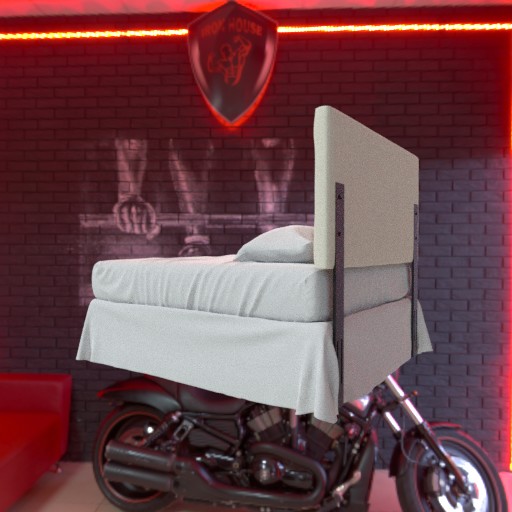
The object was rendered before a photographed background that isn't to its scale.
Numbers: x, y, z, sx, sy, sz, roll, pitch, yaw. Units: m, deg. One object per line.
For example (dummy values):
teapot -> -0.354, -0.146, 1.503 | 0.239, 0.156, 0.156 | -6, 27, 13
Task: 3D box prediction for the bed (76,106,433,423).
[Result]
bed -> 0.000, 0.000, 3.489 | 2.222, 1.577, 1.936 | 1, 1, 36
